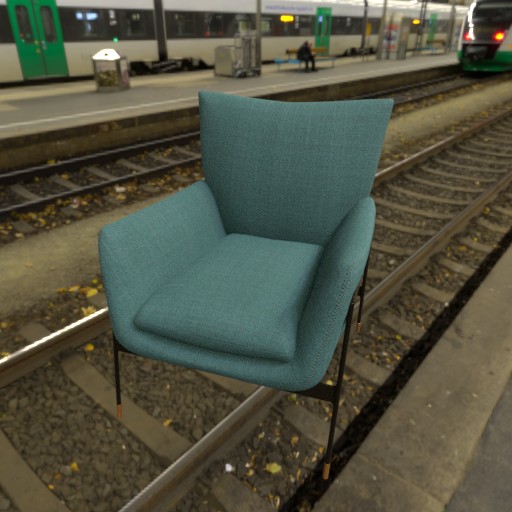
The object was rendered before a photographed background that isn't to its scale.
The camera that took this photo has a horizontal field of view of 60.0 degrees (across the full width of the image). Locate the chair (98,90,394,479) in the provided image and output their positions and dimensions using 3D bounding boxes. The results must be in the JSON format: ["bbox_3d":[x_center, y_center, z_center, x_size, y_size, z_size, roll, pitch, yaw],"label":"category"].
[{"bbox_3d":[0.000,0.000,1.364,0.678,0.859,0.769,9,28,17],"label":"chair"}]
